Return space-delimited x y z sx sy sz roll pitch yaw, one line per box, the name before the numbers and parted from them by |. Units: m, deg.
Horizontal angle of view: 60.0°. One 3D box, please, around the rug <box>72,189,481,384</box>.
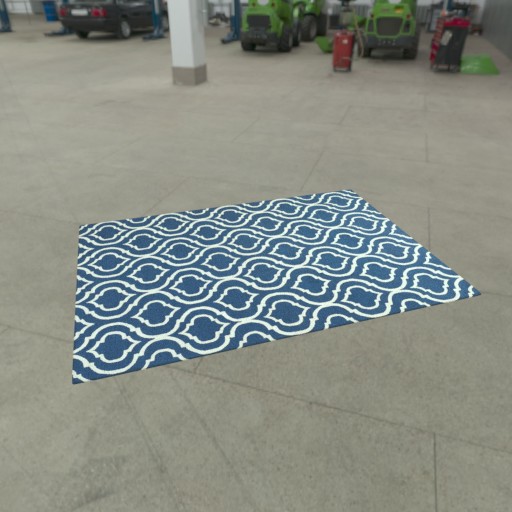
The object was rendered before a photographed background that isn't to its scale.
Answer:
rug | 0.000 0.000 2.786 2.134 0.010 1.524 -9 33 -15
